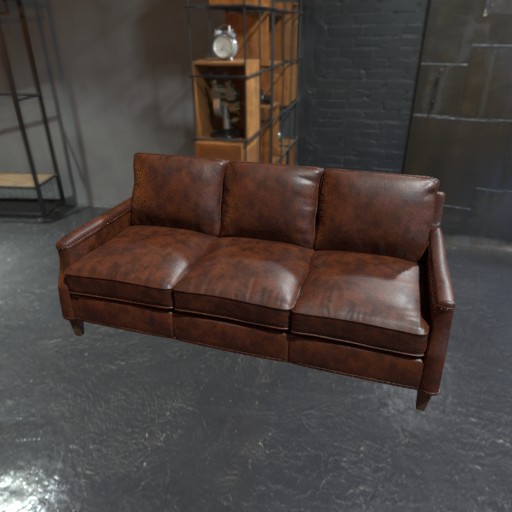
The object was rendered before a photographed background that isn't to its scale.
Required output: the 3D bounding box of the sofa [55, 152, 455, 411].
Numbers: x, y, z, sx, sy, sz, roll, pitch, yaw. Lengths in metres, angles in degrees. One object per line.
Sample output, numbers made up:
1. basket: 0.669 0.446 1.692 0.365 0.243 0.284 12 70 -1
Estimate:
1. sofa: 0.000 0.000 2.777 2.240 1.003 1.084 8 28 15
